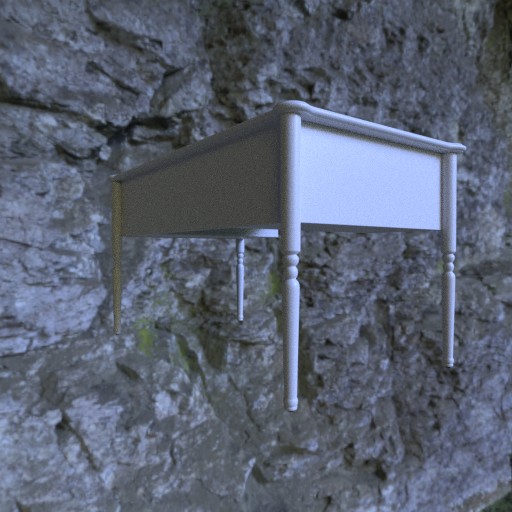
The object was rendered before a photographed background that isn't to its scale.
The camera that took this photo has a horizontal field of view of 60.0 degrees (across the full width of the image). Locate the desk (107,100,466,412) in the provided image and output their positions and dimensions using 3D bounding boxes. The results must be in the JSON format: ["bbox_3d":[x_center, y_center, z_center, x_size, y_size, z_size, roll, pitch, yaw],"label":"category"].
[{"bbox_3d":[0.000,0.000,1.829,0.807,0.762,1.380,0,1,-36],"label":"desk"}]
